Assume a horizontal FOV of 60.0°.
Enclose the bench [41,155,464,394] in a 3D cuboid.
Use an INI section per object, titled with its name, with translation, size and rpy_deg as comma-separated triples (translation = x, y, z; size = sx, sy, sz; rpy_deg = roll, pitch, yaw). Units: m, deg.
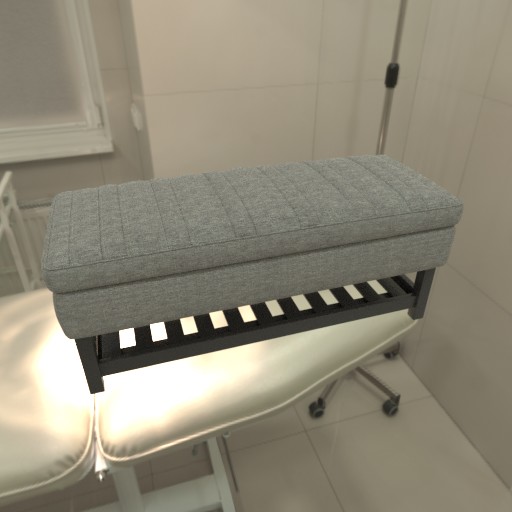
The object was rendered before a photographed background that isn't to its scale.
[bench]
translation = 0.000, 0.000, 1.338
size = 1.100, 0.470, 0.429
rpy_deg = -10, 34, -15
